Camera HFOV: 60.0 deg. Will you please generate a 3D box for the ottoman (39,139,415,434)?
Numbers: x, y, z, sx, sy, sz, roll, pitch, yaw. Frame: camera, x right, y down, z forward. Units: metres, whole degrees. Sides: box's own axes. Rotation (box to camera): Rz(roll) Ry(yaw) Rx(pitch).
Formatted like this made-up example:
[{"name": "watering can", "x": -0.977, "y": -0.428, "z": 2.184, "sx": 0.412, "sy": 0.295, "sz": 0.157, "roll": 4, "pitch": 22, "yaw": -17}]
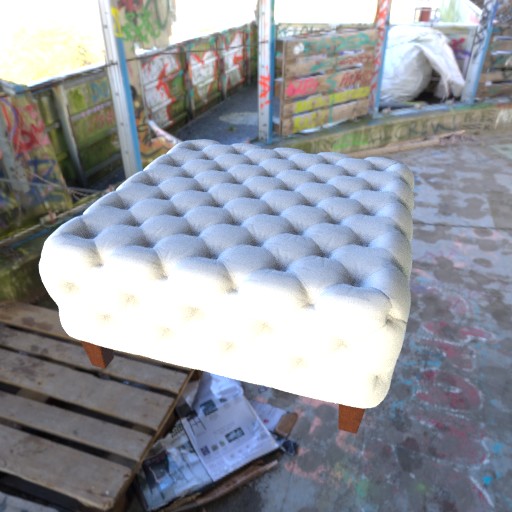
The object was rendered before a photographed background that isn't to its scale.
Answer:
[{"name": "ottoman", "x": 0.000, "y": 0.000, "z": 1.188, "sx": 0.755, "sy": 0.376, "sz": 0.753, "roll": 10, "pitch": 34, "yaw": 15}]
